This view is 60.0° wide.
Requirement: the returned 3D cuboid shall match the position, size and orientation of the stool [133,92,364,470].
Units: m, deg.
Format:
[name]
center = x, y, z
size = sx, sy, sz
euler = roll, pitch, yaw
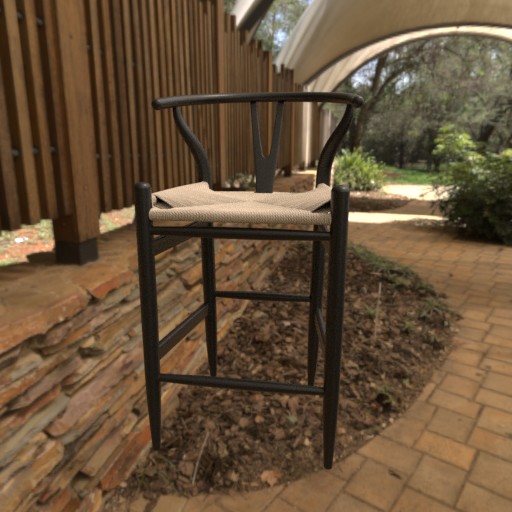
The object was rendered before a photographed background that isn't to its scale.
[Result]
[stool]
center = 0.000, 0.000, 1.317
size = 0.569, 0.970, 0.579
euler = 2, 15, 9
